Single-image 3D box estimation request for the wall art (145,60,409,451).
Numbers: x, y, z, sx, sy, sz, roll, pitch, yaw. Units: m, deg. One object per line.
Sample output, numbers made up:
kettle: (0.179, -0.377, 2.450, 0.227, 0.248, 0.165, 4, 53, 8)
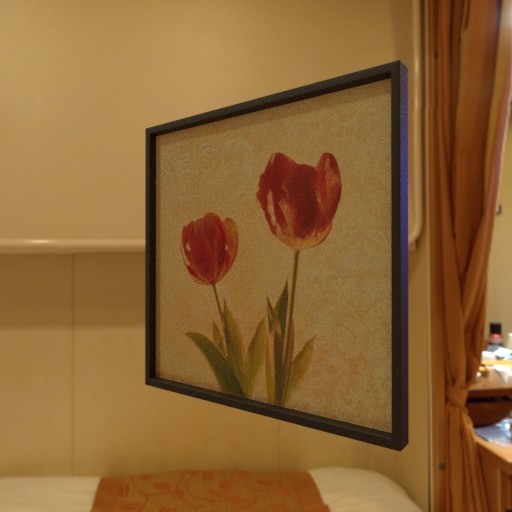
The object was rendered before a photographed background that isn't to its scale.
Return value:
wall art: (0.000, 0.000, 0.514, 0.349, 0.349, 0.038, 0, 0, 37)
